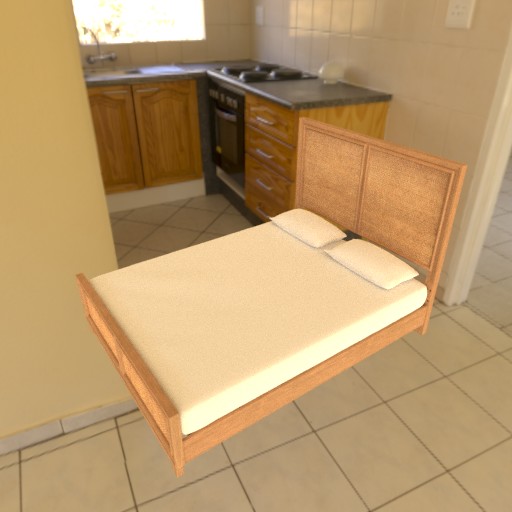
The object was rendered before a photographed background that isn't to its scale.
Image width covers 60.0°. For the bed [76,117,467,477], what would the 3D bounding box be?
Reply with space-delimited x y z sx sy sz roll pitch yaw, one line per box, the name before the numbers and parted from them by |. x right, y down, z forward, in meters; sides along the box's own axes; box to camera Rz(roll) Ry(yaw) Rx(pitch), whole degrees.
bed | 0.000 0.000 3.213 2.184 1.387 1.606 -20 36 -30
